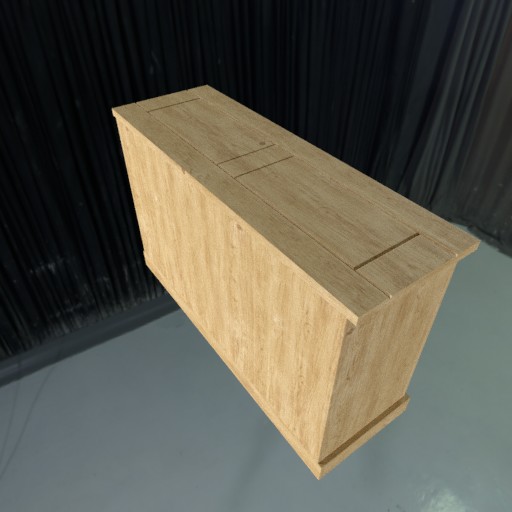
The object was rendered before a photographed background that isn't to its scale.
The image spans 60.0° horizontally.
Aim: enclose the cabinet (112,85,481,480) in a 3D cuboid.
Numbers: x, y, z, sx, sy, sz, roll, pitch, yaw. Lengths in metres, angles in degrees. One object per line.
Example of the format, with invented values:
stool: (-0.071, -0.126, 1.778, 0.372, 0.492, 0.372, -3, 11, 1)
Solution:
cabinet: (0.000, 0.000, 1.681, 0.432, 0.810, 1.321, -25, 47, -26)
